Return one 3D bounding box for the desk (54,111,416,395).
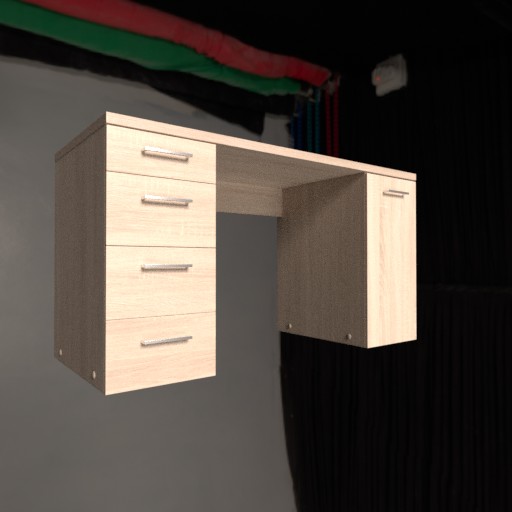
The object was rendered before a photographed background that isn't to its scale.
[{"bbox_3d":[0.000,0.000,1.786,1.390,0.740,0.600,1,-1,-37],"label":"desk"}]
